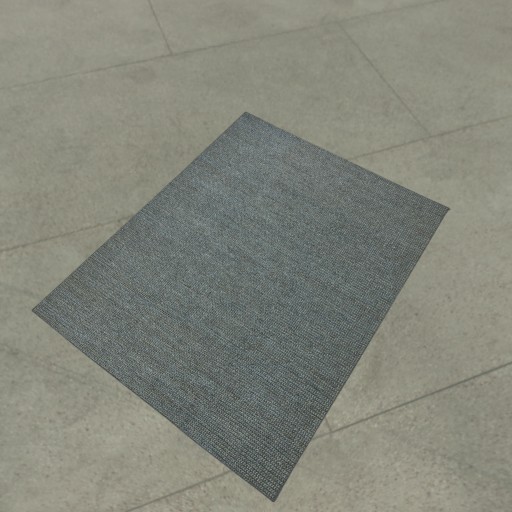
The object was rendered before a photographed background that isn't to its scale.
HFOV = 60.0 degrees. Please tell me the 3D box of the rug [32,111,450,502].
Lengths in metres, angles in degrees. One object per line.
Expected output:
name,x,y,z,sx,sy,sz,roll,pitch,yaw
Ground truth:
rug,0.000,0.000,3.997,2.456,0.021,3.068,31,62,18
